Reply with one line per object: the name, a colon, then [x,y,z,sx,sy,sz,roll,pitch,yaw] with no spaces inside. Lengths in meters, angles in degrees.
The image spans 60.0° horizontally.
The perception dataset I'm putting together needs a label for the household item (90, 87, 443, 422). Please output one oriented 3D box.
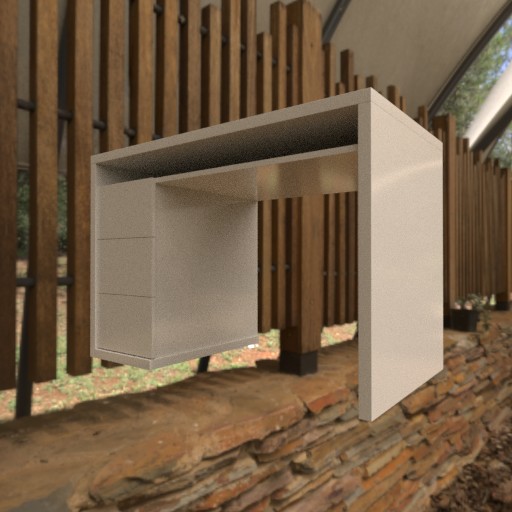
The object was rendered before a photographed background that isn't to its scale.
household item: [0.000,0.000,1.560,1.100,0.749,0.597,0,-1,37]
